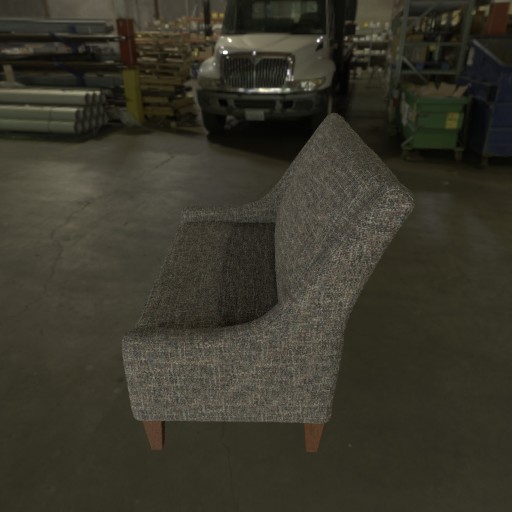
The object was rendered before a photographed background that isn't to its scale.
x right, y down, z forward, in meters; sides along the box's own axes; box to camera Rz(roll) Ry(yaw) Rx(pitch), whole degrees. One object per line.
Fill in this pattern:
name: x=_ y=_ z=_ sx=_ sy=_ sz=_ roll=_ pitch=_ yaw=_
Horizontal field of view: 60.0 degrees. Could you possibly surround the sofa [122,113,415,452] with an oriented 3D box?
sofa: x=0.000 y=0.000 z=1.923 sx=0.870 sy=1.021 sz=1.242 roll=0 pitch=27 yaw=1
